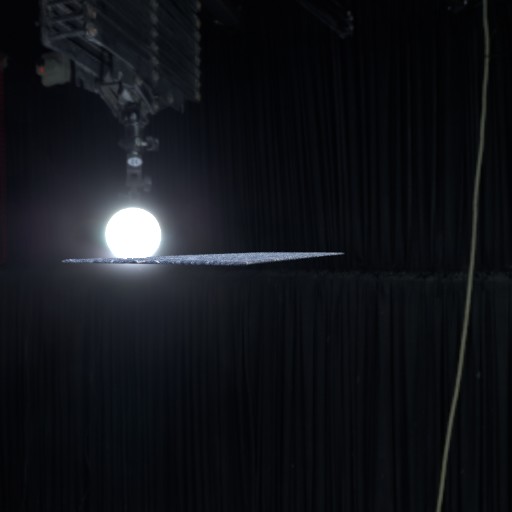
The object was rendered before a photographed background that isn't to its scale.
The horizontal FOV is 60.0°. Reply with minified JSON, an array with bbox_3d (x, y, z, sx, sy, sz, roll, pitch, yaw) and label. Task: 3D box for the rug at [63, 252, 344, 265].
[{"bbox_3d":[0.000,0.000,2.586,0.719,0.013,2.306,0,1,19],"label":"rug"}]
